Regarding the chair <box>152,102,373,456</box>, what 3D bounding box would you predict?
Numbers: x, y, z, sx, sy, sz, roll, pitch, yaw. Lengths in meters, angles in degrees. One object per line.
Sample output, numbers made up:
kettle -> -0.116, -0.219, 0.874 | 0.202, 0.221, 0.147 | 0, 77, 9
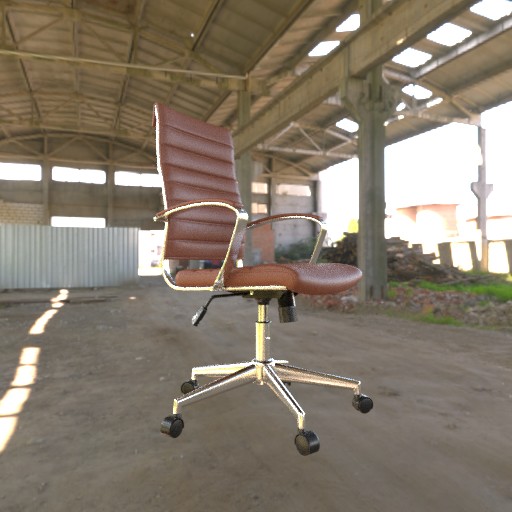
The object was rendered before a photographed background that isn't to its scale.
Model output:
chair -> 0.000, 0.000, 1.652 | 0.739, 1.149, 0.766 | 0, -1, 35
